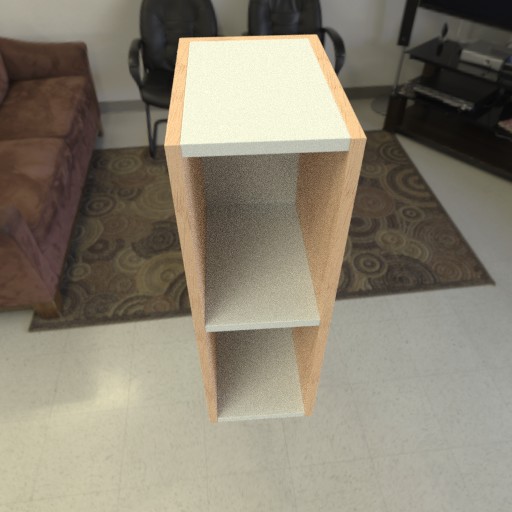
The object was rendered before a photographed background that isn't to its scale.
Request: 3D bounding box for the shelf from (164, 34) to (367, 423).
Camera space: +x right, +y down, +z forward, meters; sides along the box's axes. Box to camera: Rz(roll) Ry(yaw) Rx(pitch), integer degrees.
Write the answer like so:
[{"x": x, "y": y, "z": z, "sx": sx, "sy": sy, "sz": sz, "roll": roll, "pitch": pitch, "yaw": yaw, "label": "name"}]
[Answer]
[{"x": 0.000, "y": 0.000, "z": 0.744, "sx": 0.200, "sy": 0.600, "sz": 0.290, "roll": -3, "pitch": 45, "yaw": -3, "label": "shelf"}]
